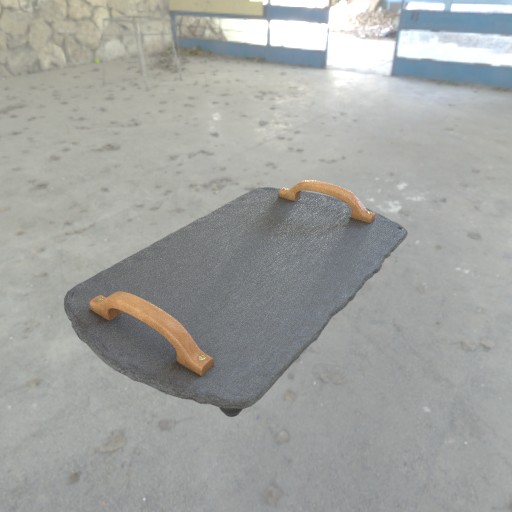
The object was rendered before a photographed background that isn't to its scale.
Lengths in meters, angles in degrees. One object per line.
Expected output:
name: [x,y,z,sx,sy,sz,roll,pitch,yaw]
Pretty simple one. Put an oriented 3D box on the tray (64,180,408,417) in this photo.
tray: [0.000,0.000,0.479,0.231,0.062,0.387,21,38,30]
